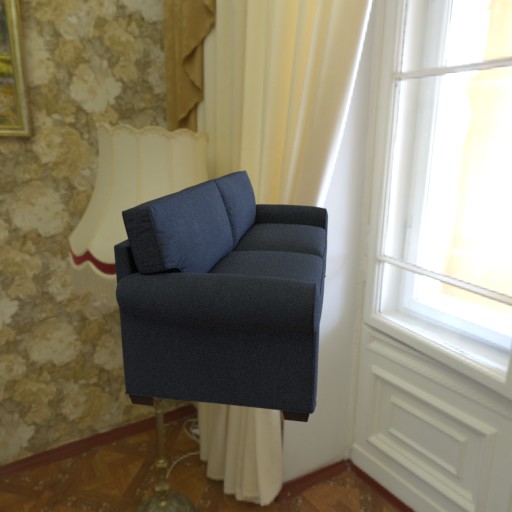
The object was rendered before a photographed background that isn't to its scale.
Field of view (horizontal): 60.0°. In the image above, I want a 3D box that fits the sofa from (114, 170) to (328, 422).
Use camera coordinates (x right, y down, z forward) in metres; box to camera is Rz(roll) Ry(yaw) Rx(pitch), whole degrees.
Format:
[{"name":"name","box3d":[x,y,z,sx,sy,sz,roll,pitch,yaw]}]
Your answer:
[{"name":"sofa","box3d":[0.000,0.000,3.050,0.954,1.026,2.391,3,15,9]}]
